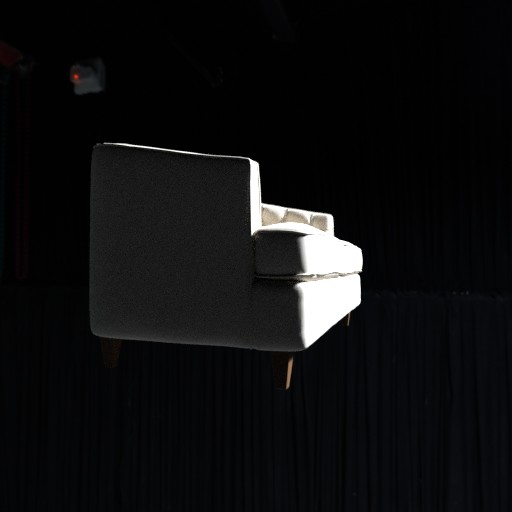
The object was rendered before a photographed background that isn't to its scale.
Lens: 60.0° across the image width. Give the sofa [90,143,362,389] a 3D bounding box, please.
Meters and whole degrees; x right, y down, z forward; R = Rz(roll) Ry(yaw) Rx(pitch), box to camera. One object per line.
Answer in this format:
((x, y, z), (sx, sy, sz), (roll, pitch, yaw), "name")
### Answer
((0.000, 0.000, 2.278), (0.940, 0.878, 1.731), (0, -2, 19), "sofa")
